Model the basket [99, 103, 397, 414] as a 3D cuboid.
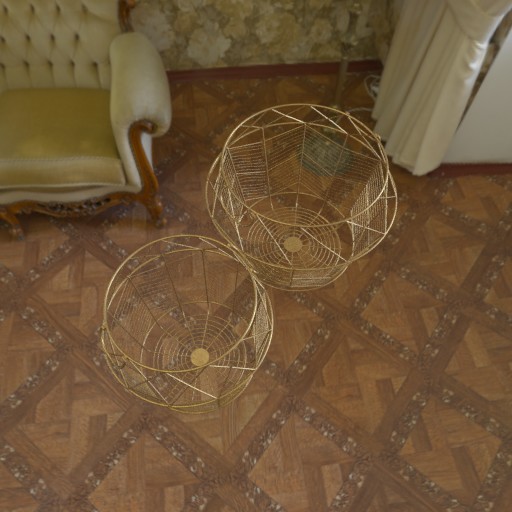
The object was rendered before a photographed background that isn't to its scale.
[{"bbox_3d":[0.000,0.000,1.037,0.451,0.343,0.805,32,63,18],"label":"basket"}]
